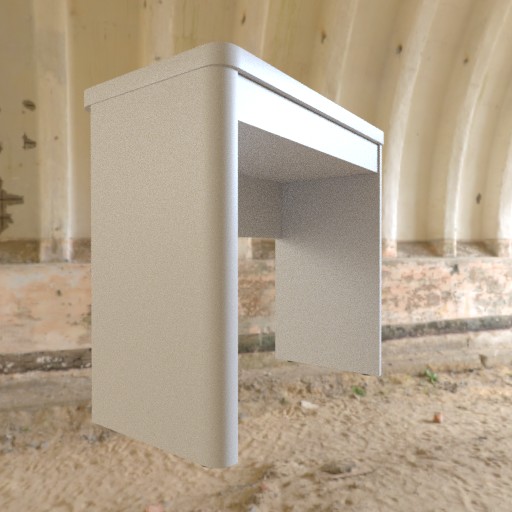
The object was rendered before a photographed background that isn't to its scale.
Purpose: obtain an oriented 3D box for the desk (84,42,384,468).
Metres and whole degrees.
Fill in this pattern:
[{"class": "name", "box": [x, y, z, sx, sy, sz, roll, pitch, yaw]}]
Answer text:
[{"class": "desk", "box": [0.000, 0.000, 1.213, 0.446, 0.760, 0.790, 0, 1, 37]}]
